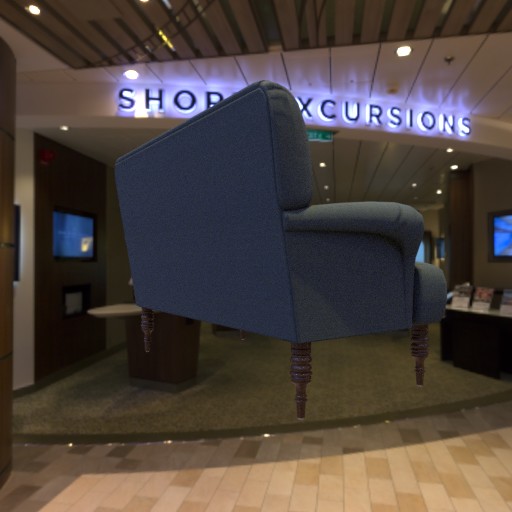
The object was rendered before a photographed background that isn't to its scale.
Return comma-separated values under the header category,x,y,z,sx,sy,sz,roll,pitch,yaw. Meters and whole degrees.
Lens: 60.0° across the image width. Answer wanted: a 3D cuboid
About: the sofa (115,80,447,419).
category,x,y,z,sx,sy,sz,roll,pitch,yaw
sofa,0.000,0.000,1.779,0.779,0.889,1.297,0,-1,-36
